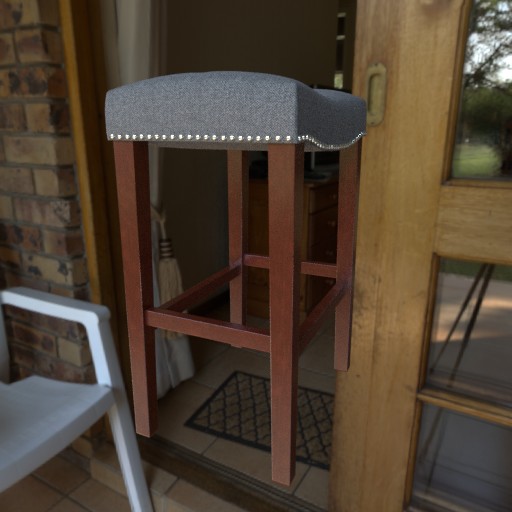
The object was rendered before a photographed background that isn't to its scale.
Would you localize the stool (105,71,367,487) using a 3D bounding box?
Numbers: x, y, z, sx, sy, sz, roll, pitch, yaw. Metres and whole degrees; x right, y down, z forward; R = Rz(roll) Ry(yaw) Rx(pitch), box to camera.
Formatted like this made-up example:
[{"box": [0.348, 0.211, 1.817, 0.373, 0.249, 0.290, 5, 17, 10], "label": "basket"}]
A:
[{"box": [0.000, 0.000, 1.015, 0.372, 0.742, 0.504, 7, 18, 24], "label": "stool"}]
